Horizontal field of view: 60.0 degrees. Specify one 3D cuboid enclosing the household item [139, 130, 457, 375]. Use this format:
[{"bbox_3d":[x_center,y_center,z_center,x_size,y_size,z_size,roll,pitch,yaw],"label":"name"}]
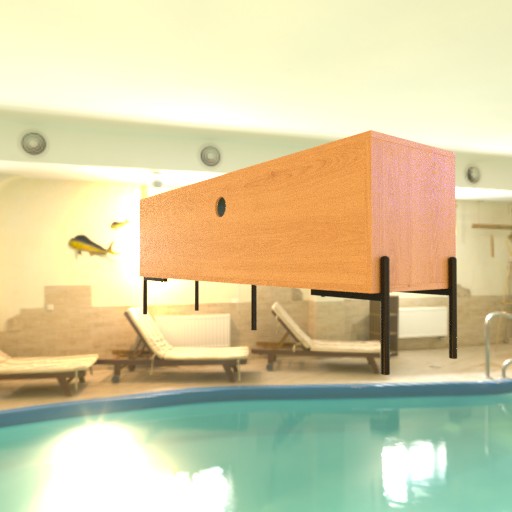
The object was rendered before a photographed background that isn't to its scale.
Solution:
[{"bbox_3d":[0.000,0.000,1.810,0.400,0.600,1.550,1,-1,-36],"label":"household item"}]
